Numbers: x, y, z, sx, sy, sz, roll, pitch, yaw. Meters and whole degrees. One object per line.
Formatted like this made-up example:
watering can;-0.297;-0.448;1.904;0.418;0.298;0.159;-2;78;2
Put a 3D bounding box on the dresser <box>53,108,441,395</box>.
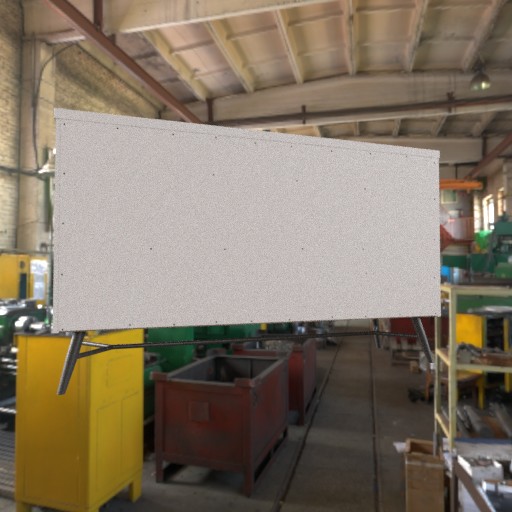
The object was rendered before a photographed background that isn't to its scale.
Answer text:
dresser;0.000;0.000;1.865;1.524;0.914;0.457;1;-2;-19
